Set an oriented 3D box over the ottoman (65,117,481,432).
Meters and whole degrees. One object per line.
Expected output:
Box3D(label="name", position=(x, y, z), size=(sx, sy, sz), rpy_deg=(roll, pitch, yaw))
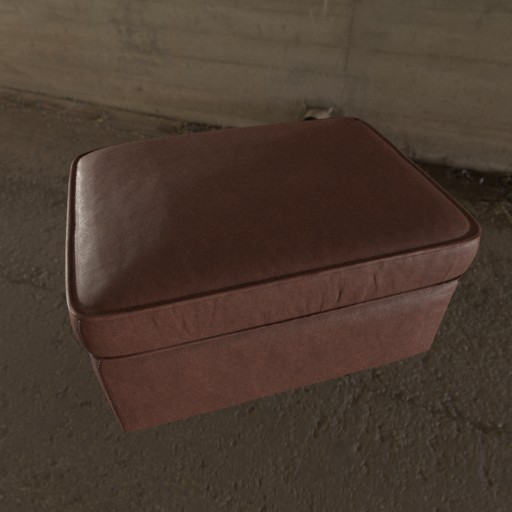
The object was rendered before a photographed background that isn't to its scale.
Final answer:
Box3D(label="ottoman", position=(0.000, 0.000, 1.031), size=(0.749, 0.449, 0.548), rpy_deg=(-11, 43, -12))
